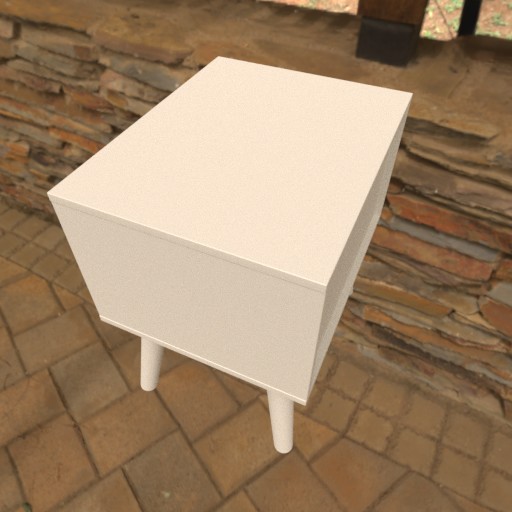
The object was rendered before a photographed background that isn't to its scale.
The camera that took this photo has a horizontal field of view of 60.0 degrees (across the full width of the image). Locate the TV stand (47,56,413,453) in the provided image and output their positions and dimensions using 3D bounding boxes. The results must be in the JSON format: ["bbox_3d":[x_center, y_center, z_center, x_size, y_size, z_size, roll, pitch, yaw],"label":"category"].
[{"bbox_3d":[0.000,0.000,0.916,0.405,0.559,0.508,18,49,17],"label":"TV stand"}]
